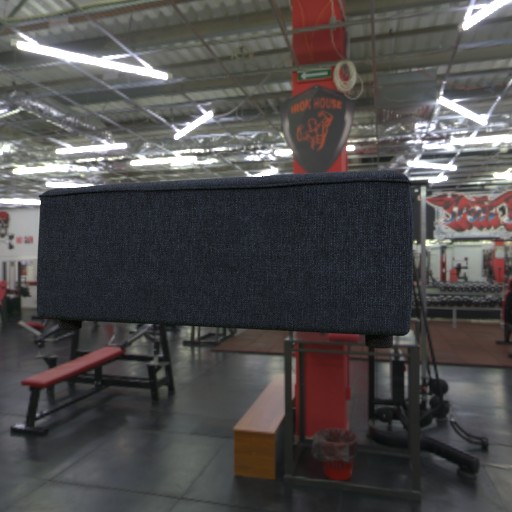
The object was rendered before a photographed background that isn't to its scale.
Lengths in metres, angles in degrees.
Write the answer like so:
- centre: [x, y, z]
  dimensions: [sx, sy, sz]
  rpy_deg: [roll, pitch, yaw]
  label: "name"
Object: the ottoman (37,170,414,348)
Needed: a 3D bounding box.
- centre: [0.000, 0.000, 1.574]
  dimensions: [1.023, 0.423, 1.017]
  rpy_deg: [0, 0, 18]
  label: "ottoman"
